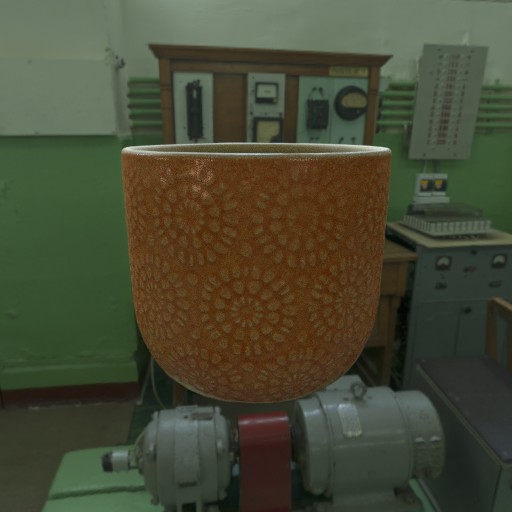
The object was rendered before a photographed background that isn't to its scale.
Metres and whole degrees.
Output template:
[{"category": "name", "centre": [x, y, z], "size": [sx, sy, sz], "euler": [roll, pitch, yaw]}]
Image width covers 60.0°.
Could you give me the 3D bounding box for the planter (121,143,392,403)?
[{"category": "planter", "centre": [0.000, 0.000, 0.302], "size": [0.170, 0.152, 0.170], "euler": [0, 16, 0]}]
